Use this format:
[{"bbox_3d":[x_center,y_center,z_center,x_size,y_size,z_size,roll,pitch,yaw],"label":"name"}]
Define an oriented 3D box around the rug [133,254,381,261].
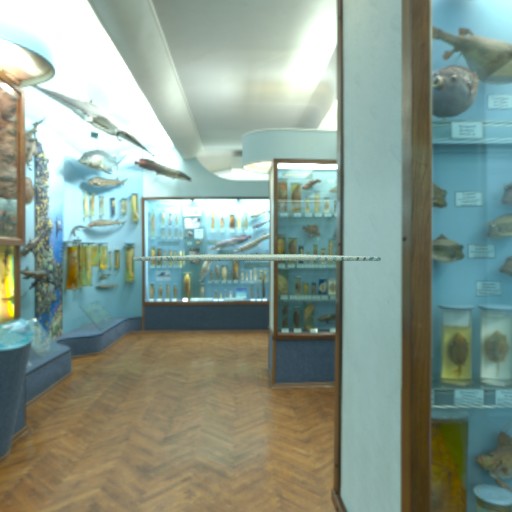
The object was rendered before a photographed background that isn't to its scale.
[{"bbox_3d":[0.000,0.000,2.594,0.775,0.012,2.452,0,0,0],"label":"rug"}]
